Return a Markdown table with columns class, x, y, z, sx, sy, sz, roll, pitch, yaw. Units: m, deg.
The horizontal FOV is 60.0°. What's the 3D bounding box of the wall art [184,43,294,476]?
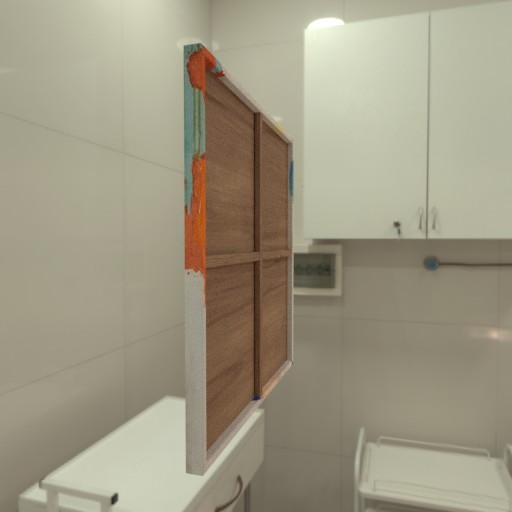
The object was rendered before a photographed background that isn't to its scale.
| class | x | y | z | sx | sy | sz | roll | pitch | yaw |
| --- | --- | --- | --- | --- | --- | --- | --- | --- | --- |
| wall art | 0.000 | 0.000 | 1.224 | 0.037 | 0.814 | 0.814 | 1 | 2 | 17 |
